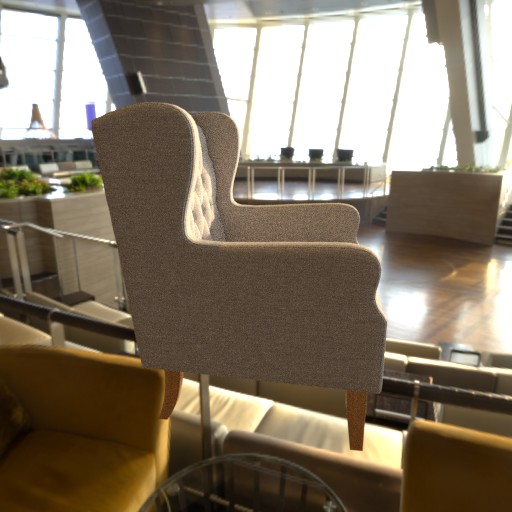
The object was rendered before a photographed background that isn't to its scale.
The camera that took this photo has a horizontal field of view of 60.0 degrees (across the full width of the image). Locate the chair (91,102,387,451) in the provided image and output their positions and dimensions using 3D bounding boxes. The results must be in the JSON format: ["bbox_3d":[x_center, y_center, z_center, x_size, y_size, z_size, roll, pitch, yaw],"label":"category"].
[{"bbox_3d":[0.000,0.000,1.463,0.760,0.930,0.710,2,16,8],"label":"chair"}]
